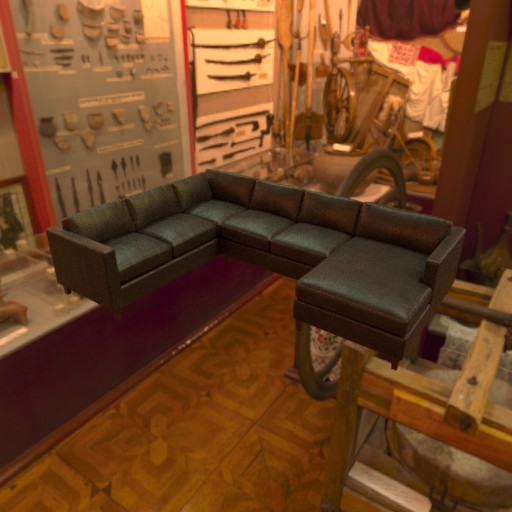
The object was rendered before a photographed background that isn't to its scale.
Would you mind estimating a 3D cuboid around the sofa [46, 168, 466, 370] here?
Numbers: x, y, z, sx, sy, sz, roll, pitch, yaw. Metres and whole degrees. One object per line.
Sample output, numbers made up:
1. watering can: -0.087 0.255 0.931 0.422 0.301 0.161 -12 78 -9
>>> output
1. sofa: 0.000 0.000 4.460 3.324 0.891 2.452 18 31 32
